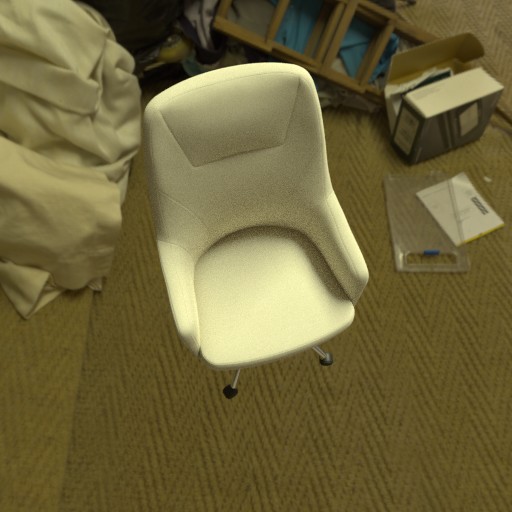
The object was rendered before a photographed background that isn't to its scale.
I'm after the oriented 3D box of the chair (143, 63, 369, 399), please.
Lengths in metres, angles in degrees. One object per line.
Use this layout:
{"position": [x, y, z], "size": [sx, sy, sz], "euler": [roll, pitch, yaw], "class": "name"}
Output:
{"position": [0.000, 0.000, 1.446], "size": [0.620, 1.049, 0.640], "euler": [-16, 64, -8], "class": "chair"}
